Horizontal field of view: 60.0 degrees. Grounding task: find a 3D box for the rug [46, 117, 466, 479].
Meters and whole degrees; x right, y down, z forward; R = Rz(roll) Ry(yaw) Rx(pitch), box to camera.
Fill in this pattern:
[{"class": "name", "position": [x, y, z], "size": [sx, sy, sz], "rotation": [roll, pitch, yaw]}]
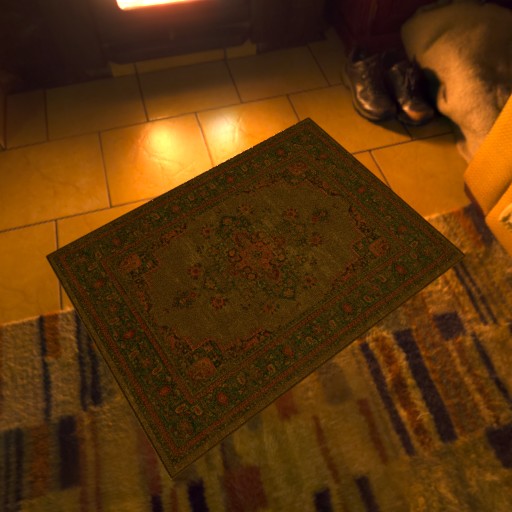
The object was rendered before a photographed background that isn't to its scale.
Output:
[{"class": "rug", "position": [0.000, 0.000, 2.874], "size": [2.214, 0.013, 1.609], "rotation": [-32, 64, -18]}]
